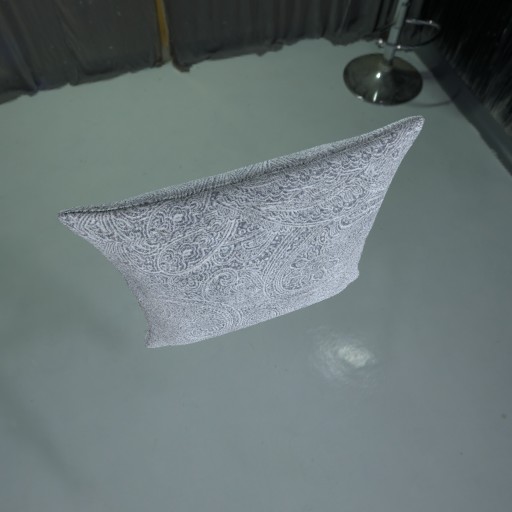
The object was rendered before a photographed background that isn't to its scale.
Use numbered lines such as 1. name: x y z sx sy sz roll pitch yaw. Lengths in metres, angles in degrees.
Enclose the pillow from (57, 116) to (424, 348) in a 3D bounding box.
1. pillow: 0.000 0.000 0.808 0.523 0.510 0.166 -17 61 -10
